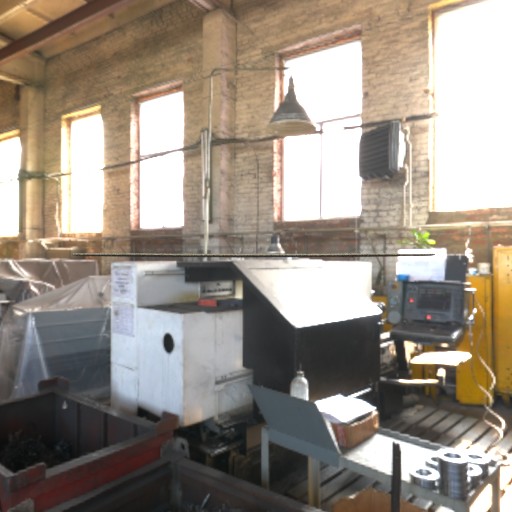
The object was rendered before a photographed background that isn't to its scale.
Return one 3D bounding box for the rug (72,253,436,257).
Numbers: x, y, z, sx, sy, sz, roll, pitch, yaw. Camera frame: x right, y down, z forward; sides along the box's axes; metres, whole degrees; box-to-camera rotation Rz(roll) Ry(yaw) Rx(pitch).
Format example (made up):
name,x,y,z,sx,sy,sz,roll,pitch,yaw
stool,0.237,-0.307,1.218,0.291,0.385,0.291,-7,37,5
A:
name,x,y,z,sx,sy,sz,roll,pitch,yaw
rug,0.000,0.000,5.336,2.782,0.025,3.935,0,0,1
